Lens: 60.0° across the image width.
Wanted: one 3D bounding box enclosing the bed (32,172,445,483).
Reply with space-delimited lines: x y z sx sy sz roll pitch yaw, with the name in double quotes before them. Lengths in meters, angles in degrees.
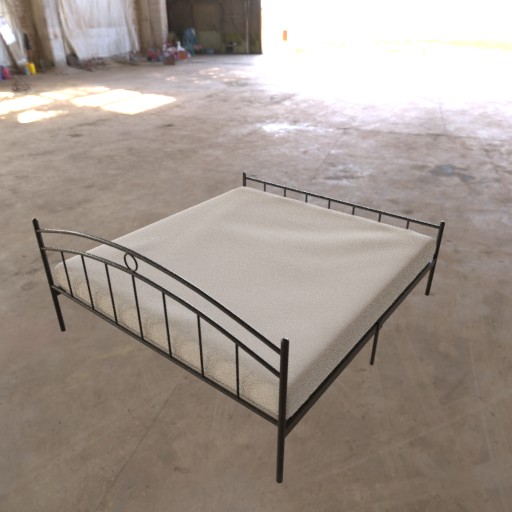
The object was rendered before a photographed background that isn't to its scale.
"bed" 0.000 0.000 3.069 1.880 0.940 2.040 20 35 33
